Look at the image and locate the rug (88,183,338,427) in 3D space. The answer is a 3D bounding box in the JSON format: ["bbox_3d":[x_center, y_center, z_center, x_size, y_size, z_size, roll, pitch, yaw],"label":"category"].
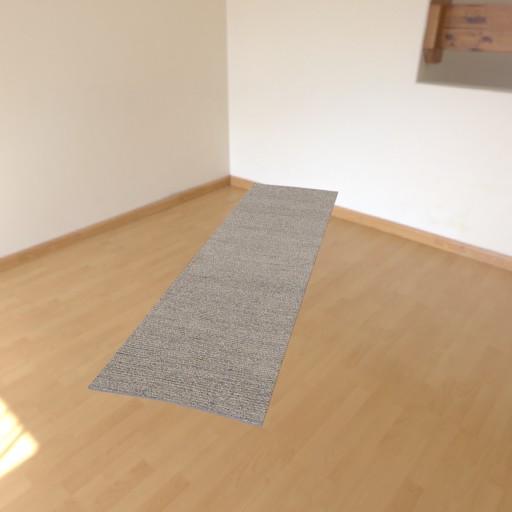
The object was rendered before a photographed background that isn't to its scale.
[{"bbox_3d":[0.000,0.000,2.593,0.692,0.032,2.320,8,31,14],"label":"rug"}]
